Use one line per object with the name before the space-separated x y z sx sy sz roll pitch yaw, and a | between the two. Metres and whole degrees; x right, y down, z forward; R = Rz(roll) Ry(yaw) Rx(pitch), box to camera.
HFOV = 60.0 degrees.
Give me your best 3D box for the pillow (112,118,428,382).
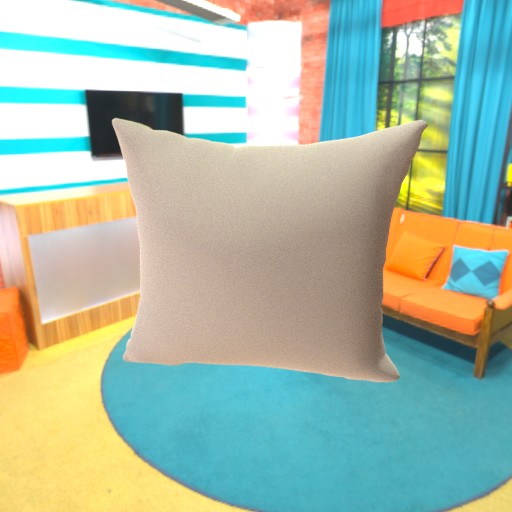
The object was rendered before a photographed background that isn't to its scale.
pillow | 0.000 0.000 0.819 0.560 0.487 0.229 2 17 7
